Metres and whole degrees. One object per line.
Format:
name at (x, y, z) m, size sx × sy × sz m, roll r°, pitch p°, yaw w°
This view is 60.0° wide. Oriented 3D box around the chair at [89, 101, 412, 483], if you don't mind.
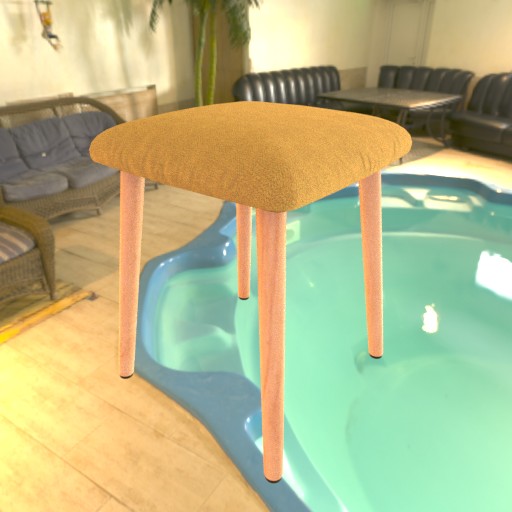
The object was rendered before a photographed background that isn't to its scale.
chair at (0.000, 0.000, 0.702) m, size 0.350 × 0.440 × 0.350 m, roll 20°, pitch 33°, yaw 34°
